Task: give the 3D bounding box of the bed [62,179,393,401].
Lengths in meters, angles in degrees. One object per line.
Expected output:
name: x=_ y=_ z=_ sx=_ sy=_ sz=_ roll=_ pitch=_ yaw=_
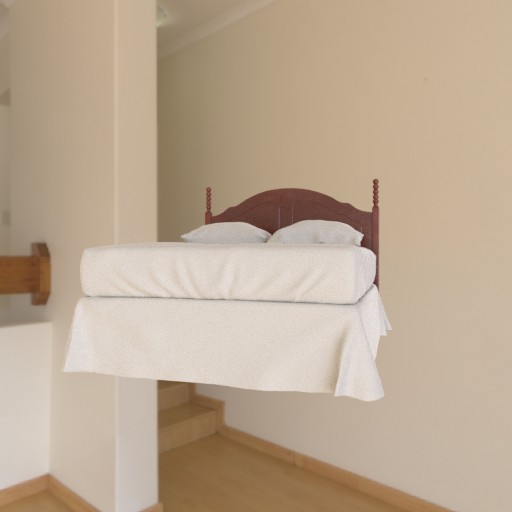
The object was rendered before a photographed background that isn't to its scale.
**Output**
bed: x=0.000 y=0.000 z=3.204 sx=1.873 sy=1.356 sz=2.040 roll=0 pitch=0 yaw=18
